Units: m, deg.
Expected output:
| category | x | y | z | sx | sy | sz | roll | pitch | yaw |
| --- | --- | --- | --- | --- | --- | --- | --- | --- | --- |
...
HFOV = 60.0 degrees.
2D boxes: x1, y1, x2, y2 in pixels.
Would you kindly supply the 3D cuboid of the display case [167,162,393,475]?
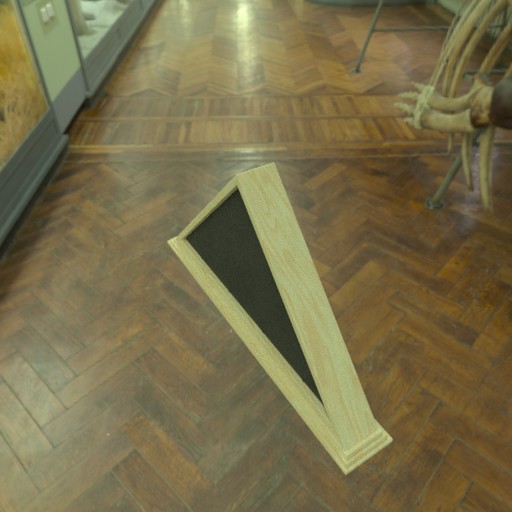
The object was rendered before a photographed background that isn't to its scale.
| category | x | y | z | sx | sy | sz | roll | pitch | yaw |
| --- | --- | --- | --- | --- | --- | --- | --- | --- | --- |
| display case | 0.000 | 0.000 | 0.763 | 0.095 | 0.340 | 0.640 | -23 | 46 | -24 |
